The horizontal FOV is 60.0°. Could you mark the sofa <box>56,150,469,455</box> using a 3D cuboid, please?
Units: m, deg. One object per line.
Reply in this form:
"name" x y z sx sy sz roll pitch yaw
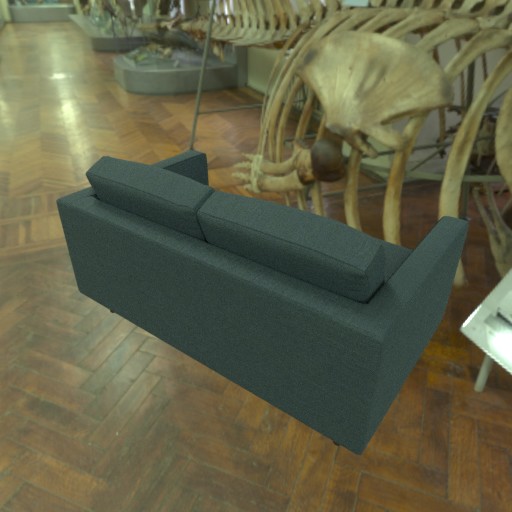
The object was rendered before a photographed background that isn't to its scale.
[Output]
"sofa" 0.000 0.000 2.174 1.659 0.907 0.999 21 37 31
